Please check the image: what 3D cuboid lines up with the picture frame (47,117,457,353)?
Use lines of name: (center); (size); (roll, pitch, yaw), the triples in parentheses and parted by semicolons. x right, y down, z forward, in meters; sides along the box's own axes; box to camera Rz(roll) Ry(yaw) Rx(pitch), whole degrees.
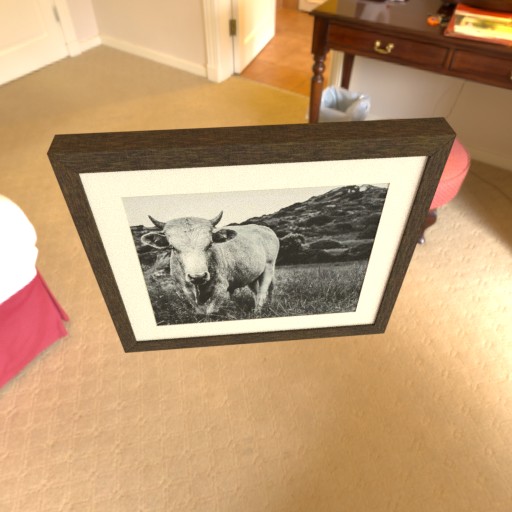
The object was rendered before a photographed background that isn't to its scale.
picture frame: (0.000, 0.000, 0.538); (0.378, 0.330, 0.033); (-4, 46, -4)
